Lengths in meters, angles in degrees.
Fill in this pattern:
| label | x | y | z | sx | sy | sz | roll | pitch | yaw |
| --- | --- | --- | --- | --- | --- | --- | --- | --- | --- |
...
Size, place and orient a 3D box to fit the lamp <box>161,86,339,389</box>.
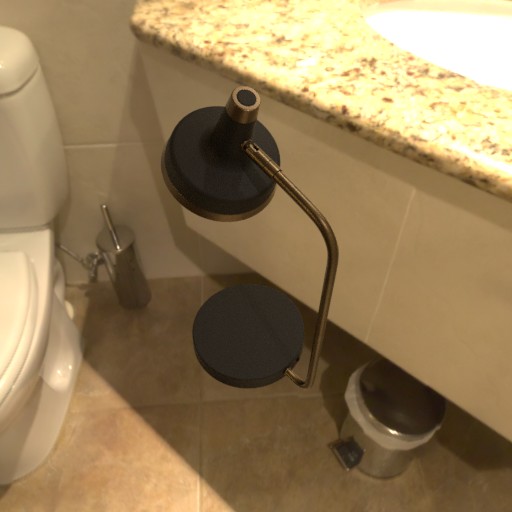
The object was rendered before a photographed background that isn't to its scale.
| label | x | y | z | sx | sy | sz | roll | pitch | yaw |
| --- | --- | --- | --- | --- | --- | --- | --- | --- | --- |
| lamp | 0.000 | 0.000 | 0.496 | 0.162 | 0.385 | 0.218 | -33 | 56 | -26 |
